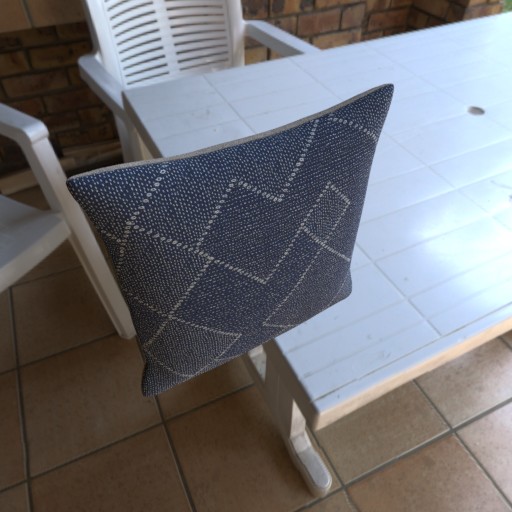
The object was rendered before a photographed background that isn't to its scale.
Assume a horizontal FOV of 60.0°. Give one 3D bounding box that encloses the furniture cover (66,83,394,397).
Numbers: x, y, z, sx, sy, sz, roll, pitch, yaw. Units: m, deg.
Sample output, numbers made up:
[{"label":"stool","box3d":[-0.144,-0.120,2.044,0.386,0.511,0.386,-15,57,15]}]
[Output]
[{"label":"furniture cover","box3d":[0.000,0.000,0.772,0.511,0.503,0.162,-23,50,-21]}]
